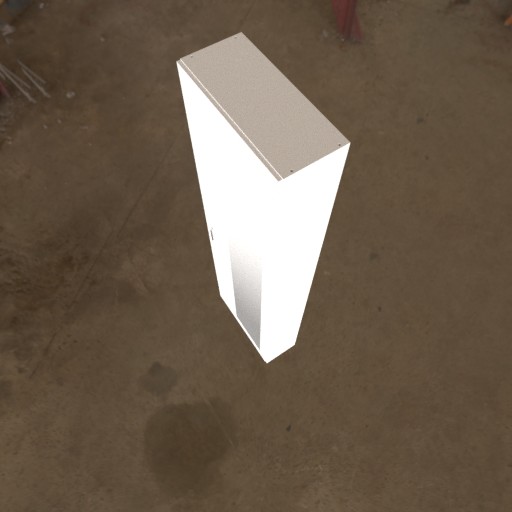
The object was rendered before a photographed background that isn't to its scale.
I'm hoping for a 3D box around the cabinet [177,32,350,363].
[{"bbox_3d":[0.000,0.000,1.961,0.230,1.790,0.500,-31,67,-15],"label":"cabinet"}]
